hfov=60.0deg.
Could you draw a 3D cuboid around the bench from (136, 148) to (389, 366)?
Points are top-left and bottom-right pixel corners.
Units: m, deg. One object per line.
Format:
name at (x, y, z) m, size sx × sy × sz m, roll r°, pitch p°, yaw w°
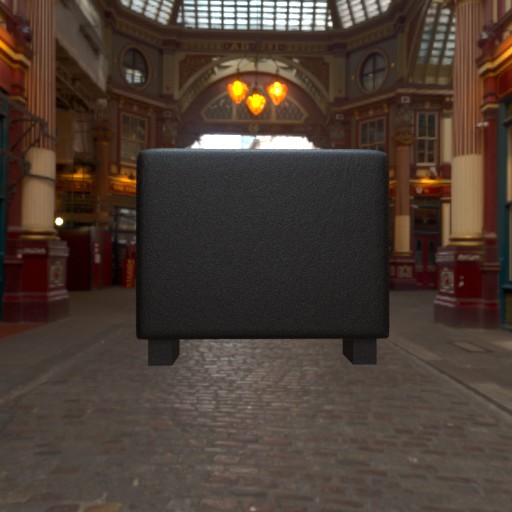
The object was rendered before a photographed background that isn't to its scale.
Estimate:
bench at (0.000, 0.000, 1.515) m, size 0.508 × 0.445 × 1.296 m, roll 0°, pitch 0°, yaw -1°
